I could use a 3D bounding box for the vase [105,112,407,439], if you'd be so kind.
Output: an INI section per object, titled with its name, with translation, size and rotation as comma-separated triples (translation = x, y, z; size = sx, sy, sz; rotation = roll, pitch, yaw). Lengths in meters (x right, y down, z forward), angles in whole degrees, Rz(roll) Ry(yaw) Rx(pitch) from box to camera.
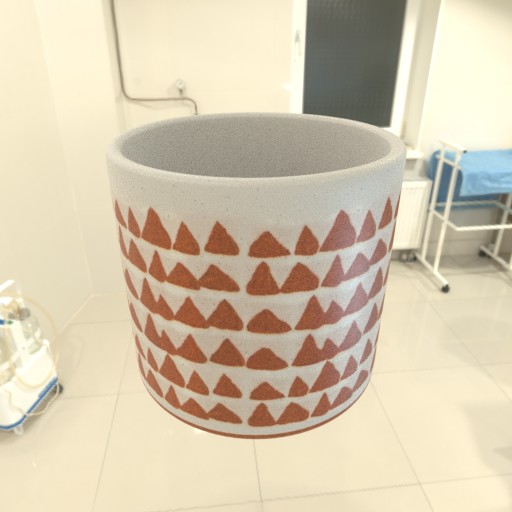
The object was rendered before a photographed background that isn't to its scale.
[vase]
translation = 0.000, 0.000, 0.237
size = 0.137, 0.127, 0.137
rotation = 0, 27, 0
